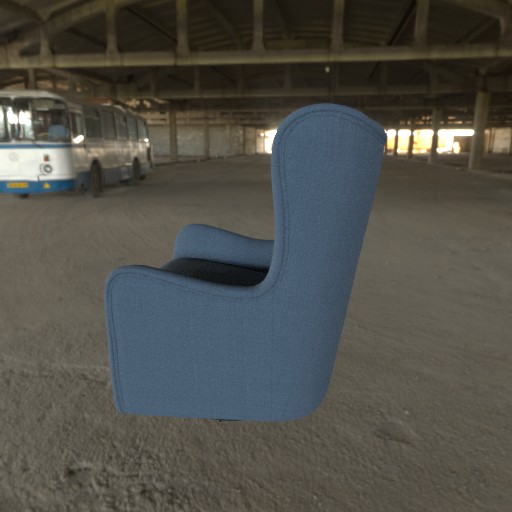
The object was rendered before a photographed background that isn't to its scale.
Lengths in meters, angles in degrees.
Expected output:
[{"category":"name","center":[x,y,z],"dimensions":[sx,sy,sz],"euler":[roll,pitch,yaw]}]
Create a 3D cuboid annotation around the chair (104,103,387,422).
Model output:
[{"category":"chair","center":[0.000,0.000,1.754],"dimensions":[0.930,1.079,0.831],"euler":[2,15,9]}]
